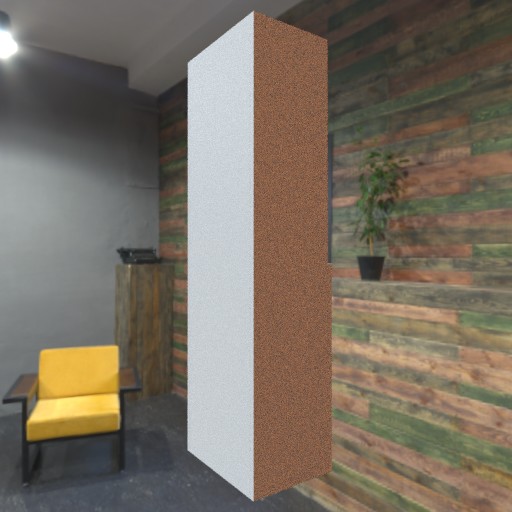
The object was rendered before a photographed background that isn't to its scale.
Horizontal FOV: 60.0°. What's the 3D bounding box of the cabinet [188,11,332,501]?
[{"bbox_3d":[0.000,0.000,1.469,0.300,1.350,0.400,0,0,-35],"label":"cabinet"}]
